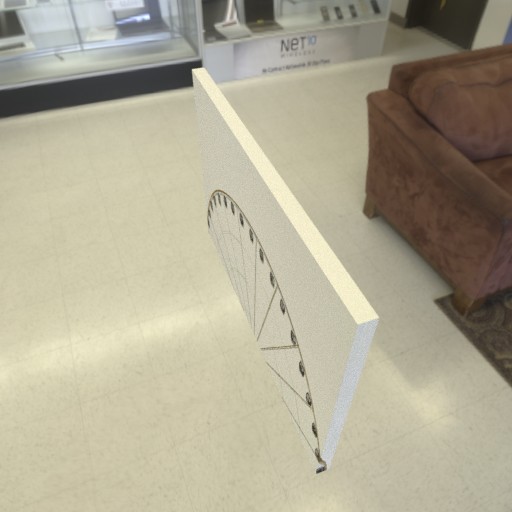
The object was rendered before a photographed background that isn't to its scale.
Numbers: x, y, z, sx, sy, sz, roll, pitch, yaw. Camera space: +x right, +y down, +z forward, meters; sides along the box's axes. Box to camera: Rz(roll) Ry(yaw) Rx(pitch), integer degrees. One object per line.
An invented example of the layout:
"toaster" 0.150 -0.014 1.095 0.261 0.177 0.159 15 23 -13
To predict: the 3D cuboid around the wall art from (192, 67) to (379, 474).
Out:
"wall art" 0.000 0.000 1.127 0.038 0.601 0.898 -15 48 -14
